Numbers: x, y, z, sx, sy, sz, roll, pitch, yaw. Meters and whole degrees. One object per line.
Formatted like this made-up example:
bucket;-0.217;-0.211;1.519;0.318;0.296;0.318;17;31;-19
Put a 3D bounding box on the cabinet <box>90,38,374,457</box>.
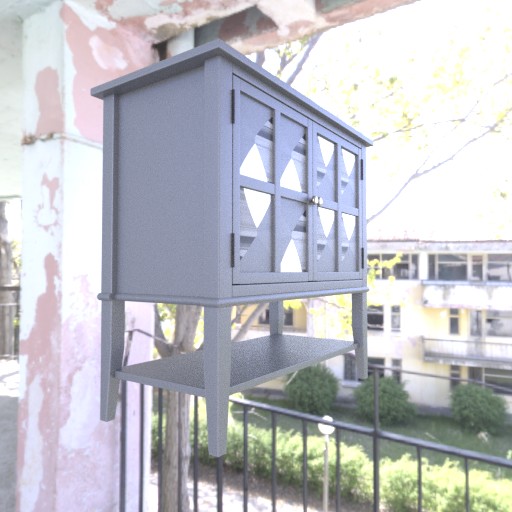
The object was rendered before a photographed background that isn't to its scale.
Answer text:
cabinet;0.000;0.000;1.250;0.396;0.780;0.801;-1;-2;35
